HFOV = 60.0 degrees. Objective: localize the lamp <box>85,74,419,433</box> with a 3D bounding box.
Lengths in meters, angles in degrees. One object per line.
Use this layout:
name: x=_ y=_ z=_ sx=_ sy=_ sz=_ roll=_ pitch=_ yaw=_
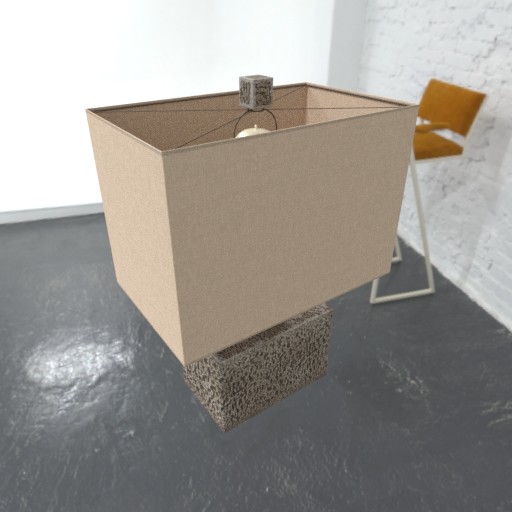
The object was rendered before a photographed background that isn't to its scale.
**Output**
lamp: x=0.000 y=0.000 z=0.543 sx=0.294 sy=0.411 sz=0.180 roll=-19 pitch=35 yaw=-30
